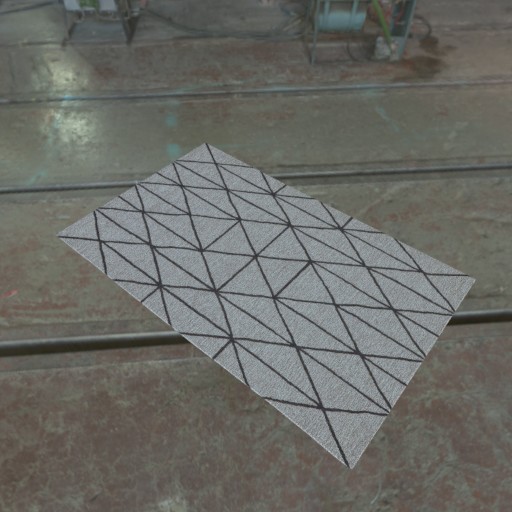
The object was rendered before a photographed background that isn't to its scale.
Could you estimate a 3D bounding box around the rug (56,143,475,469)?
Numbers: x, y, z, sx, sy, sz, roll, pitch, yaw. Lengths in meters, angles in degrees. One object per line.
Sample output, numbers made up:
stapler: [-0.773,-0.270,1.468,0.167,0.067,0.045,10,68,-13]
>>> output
rug: [0.000,0.000,3.032,2.465,0.008,1.526,32,55,26]
